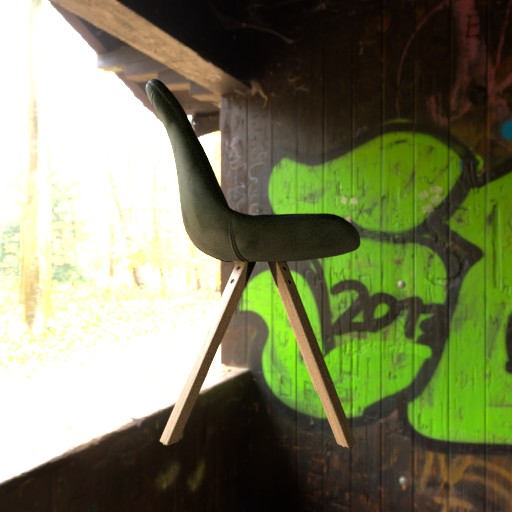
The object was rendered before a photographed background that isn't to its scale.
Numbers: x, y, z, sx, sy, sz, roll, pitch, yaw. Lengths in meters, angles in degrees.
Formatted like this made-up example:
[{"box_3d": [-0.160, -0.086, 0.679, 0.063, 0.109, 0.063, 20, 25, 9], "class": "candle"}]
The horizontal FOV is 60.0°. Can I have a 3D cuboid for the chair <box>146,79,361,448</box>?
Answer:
[{"box_3d": [0.000, 0.000, 1.209, 0.547, 0.865, 0.483, 0, 0, 0], "class": "chair"}]
